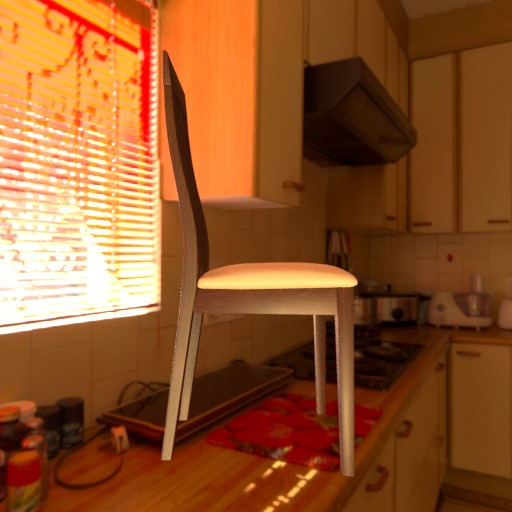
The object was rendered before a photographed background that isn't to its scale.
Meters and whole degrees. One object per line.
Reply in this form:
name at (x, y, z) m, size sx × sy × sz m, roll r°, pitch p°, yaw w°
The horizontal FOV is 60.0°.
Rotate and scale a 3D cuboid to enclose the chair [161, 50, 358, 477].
chair at (0.000, 0.000, 1.249) m, size 0.474 × 1.027 × 0.460 m, roll 0°, pitch 0°, yaw 0°
